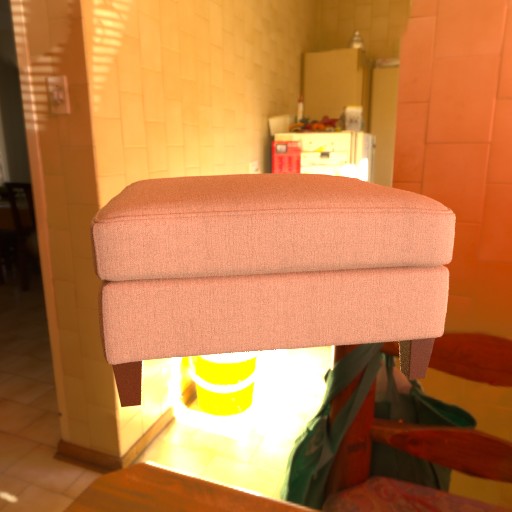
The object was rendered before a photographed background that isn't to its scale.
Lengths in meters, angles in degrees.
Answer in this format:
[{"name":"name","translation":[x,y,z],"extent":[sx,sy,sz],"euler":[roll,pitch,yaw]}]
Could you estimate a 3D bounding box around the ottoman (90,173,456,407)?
[{"name":"ottoman","translation":[0.000,0.000,1.390],"extent":[0.838,0.503,0.838],"euler":[-2,14,-10]}]
